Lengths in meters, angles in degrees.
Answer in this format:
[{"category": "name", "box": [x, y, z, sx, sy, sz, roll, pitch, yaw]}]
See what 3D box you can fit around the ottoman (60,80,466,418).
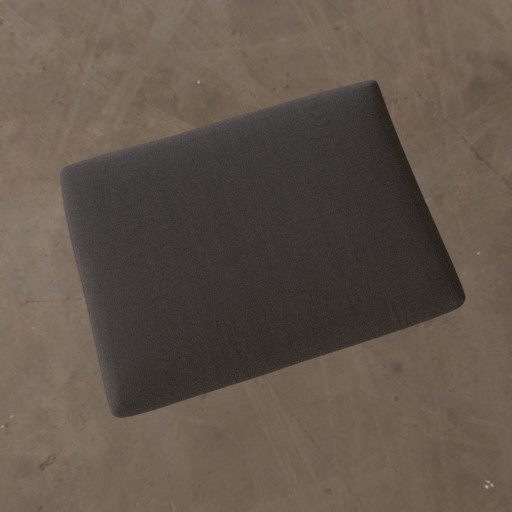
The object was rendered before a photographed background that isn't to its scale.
[{"category": "ottoman", "box": [0.000, 0.000, 1.141, 0.771, 0.500, 0.569, -17, 77, -4]}]
